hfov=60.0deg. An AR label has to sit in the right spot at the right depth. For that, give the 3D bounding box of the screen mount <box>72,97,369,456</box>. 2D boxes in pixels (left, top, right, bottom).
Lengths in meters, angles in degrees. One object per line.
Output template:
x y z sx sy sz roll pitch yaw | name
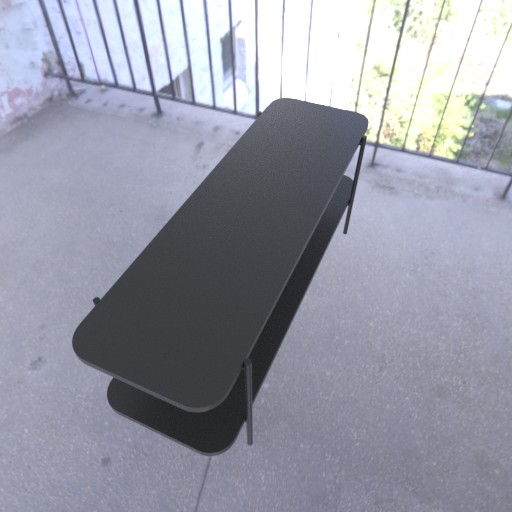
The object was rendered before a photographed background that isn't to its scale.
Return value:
0.000 0.000 1.413 0.400 0.447 1.200 18 50 16 | screen mount
